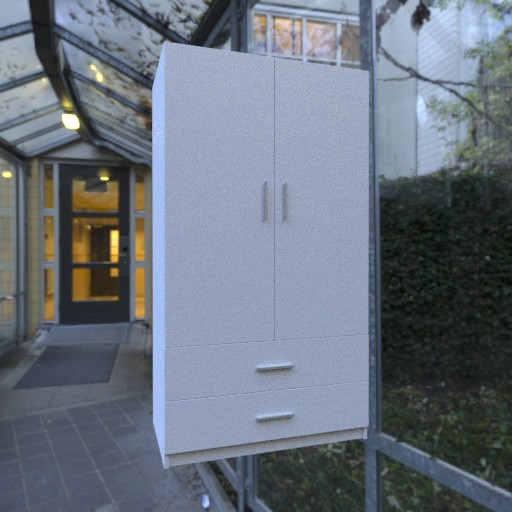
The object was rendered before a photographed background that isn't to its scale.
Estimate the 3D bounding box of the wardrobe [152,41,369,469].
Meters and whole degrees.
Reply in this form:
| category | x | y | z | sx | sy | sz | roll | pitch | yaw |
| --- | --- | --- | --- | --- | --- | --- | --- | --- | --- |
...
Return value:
| category | x | y | z | sx | sy | sz | roll | pitch | yaw |
| --- | --- | --- | --- | --- | --- | --- | --- | --- | --- |
| wardrobe | 0.000 | 0.000 | 2.278 | 0.991 | 1.808 | 0.577 | 0 | 1 | -18 |
